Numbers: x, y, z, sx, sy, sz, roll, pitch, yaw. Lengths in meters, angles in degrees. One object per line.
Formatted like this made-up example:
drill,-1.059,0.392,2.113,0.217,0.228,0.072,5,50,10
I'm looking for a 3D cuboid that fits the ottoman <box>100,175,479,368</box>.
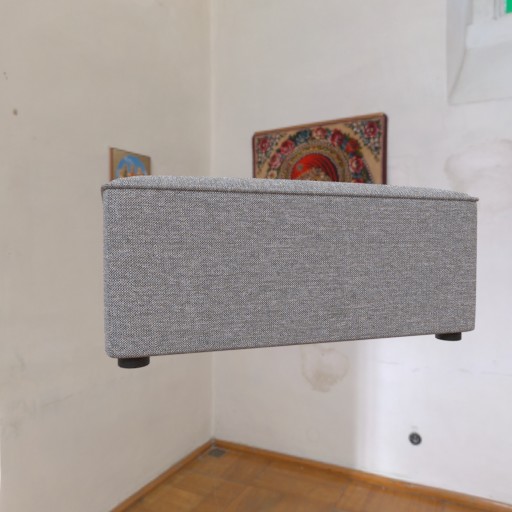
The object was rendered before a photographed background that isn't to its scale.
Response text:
ottoman,0.000,0.000,1.545,1.005,0.455,1.005,-1,2,-18
